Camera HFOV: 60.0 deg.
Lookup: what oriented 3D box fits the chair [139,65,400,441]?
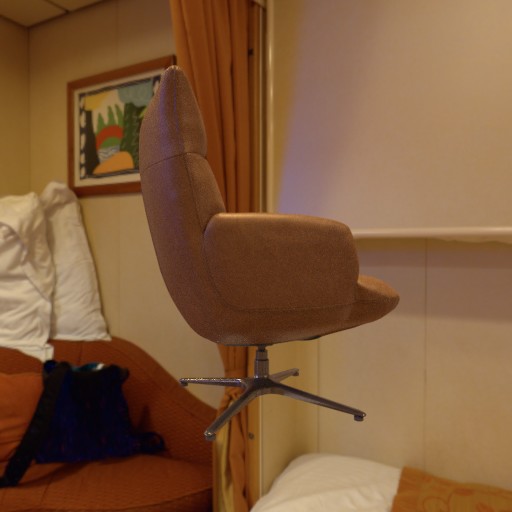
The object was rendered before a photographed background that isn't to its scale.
[{"bbox_3d":[0.000,0.000,1.559,0.794,1.027,0.711,0,1,-17],"label":"chair"}]
